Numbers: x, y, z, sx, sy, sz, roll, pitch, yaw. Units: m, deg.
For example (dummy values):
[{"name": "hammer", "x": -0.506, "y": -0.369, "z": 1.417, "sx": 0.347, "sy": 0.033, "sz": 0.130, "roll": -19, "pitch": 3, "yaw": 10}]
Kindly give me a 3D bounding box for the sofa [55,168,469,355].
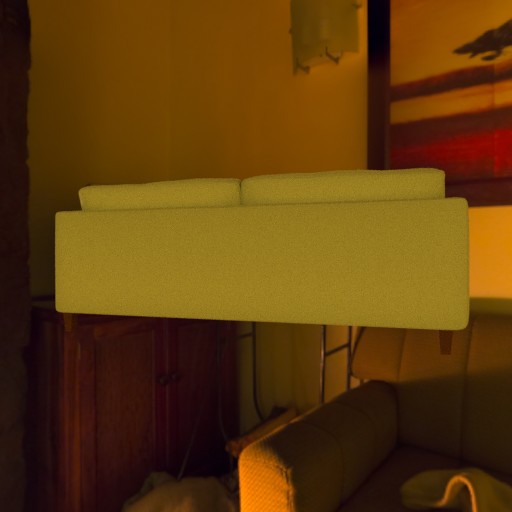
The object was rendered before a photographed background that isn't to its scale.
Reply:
[{"name": "sofa", "x": 0.000, "y": 0.000, "z": 2.909, "sx": 2.434, "sy": 0.965, "sz": 0.948, "roll": 0, "pitch": 0, "yaw": 17}]
